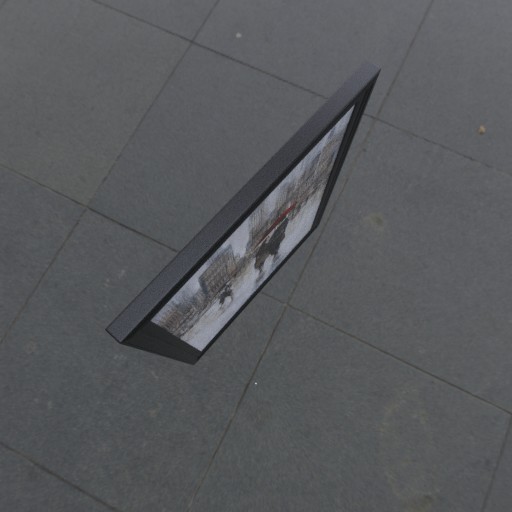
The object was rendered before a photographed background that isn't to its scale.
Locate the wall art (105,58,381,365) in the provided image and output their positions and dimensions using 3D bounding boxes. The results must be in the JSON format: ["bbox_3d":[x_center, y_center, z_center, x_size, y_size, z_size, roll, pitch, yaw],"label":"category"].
[{"bbox_3d":[0.000,0.000,1.641,0.053,1.194,0.950,40,78,11],"label":"wall art"}]
